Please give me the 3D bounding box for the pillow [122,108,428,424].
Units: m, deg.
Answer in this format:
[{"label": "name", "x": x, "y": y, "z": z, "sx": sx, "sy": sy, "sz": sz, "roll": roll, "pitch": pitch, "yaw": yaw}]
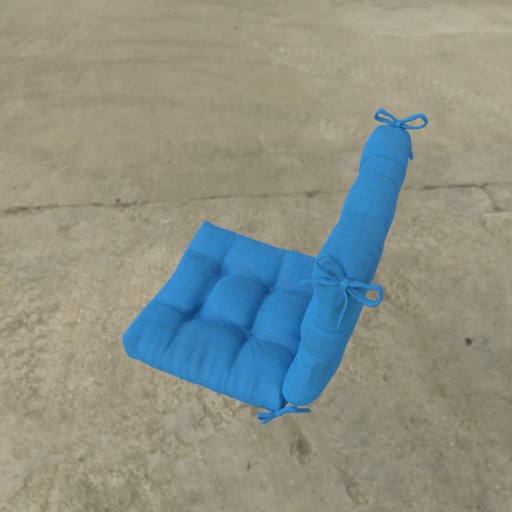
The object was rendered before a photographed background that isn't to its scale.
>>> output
[{"label": "pillow", "x": 0.000, "y": 0.000, "z": 1.035, "sx": 0.571, "sy": 0.605, "sz": 0.519, "roll": 17, "pitch": 50, "yaw": 15}]
